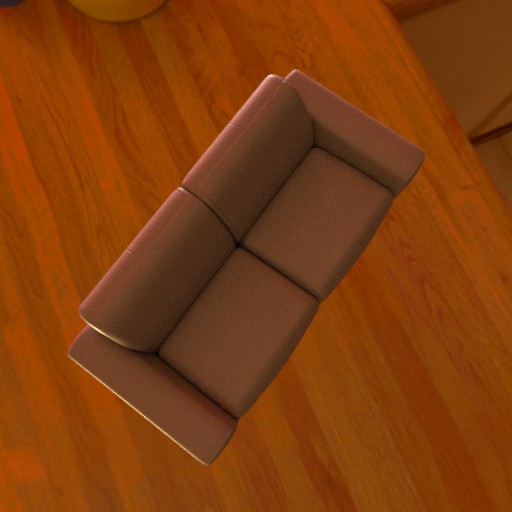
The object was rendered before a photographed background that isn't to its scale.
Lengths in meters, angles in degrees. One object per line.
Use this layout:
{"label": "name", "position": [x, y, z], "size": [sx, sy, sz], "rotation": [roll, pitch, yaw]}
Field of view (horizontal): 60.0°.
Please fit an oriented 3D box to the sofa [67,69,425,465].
{"label": "sofa", "position": [0.000, 0.000, 2.349], "size": [0.900, 0.772, 1.901], "rotation": [36, 80, 7]}
